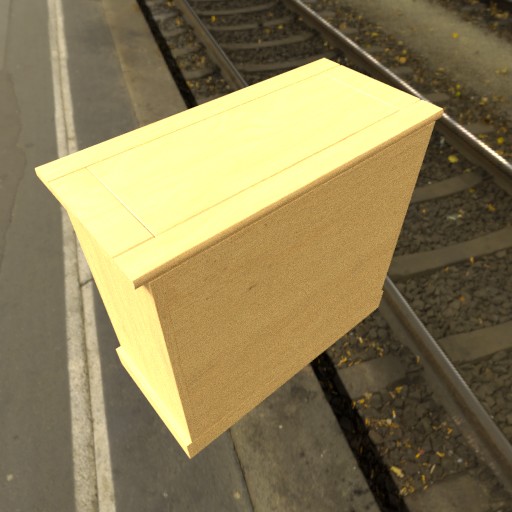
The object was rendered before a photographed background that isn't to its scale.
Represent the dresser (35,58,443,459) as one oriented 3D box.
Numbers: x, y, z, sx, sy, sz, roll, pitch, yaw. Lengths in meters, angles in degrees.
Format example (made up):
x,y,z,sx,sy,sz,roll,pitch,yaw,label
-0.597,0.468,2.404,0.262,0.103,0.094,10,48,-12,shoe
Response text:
x,y,z,sx,sy,sz,roll,pitch,yaw,label
0.000,0.000,1.367,0.915,0.835,0.440,-31,54,-27,dresser
